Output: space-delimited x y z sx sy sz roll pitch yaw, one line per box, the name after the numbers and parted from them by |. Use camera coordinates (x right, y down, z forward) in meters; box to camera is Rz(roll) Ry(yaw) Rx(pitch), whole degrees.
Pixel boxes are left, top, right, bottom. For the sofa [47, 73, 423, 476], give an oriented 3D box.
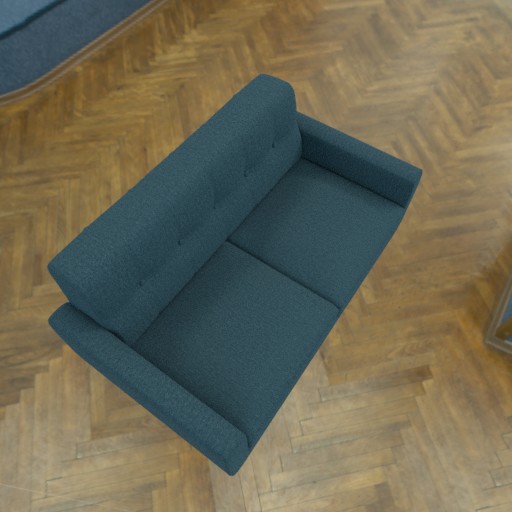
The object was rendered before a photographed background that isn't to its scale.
0.000 0.000 2.130 0.942 0.896 1.651 31 63 18 | sofa
